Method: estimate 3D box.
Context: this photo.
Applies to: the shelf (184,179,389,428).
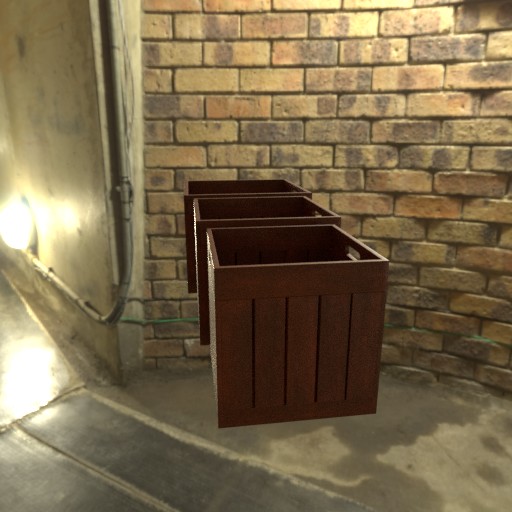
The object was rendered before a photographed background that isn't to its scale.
[{"bbox_3d":[0.000,0.000,1.254,0.393,0.311,1.064,-2,16,-8],"label":"shelf"}]
